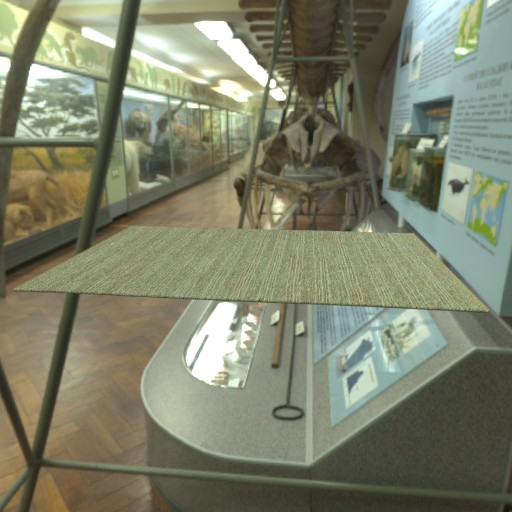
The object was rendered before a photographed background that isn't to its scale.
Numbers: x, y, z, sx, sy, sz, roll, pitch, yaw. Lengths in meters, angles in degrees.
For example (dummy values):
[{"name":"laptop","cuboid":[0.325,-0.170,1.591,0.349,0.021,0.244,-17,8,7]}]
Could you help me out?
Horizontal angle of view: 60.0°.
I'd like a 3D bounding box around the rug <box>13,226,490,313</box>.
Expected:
[{"name":"rug","cuboid":[0.000,0.000,2.265,1.824,0.010,1.240,2,16,7]}]
